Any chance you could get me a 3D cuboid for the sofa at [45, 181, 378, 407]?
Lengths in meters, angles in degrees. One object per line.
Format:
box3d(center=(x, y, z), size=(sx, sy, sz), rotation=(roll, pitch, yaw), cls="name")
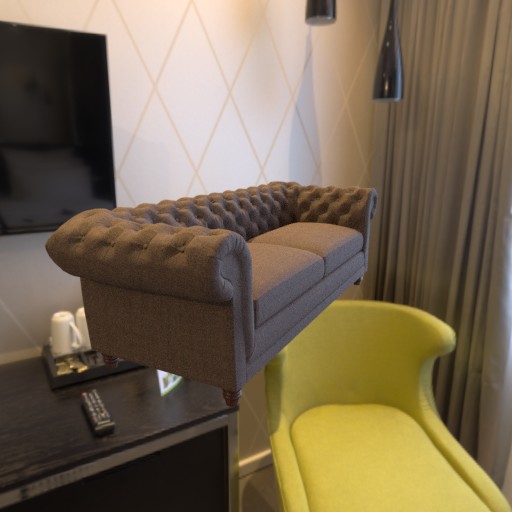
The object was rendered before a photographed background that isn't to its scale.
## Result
box3d(center=(0.000, 0.000, 2.780), size=(0.944, 0.787, 2.385), rotation=(7, 15, 27), cls="sofa")
